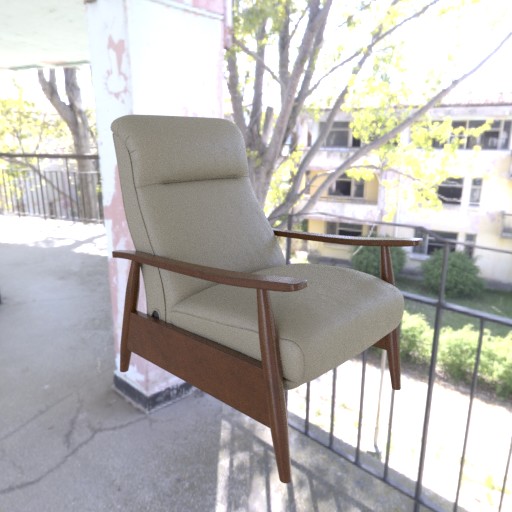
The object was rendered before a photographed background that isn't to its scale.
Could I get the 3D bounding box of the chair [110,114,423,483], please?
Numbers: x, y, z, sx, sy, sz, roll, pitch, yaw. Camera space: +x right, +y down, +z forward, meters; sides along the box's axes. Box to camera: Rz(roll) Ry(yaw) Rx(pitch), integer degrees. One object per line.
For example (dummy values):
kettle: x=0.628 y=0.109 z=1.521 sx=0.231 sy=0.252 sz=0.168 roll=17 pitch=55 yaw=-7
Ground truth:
chair: x=0.000 y=0.000 z=1.747 sx=1.014 sy=1.082 sz=0.762 roll=14 pitch=20 yaw=42
